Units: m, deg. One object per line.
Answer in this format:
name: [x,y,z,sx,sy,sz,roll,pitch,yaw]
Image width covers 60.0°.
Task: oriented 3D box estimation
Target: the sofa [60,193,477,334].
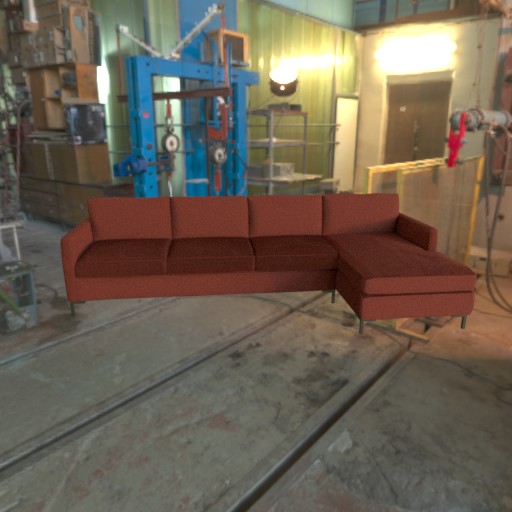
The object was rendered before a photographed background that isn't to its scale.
sofa: [0.000,0.000,3.500,2.932,0.810,1.350,-2,17,-6]
